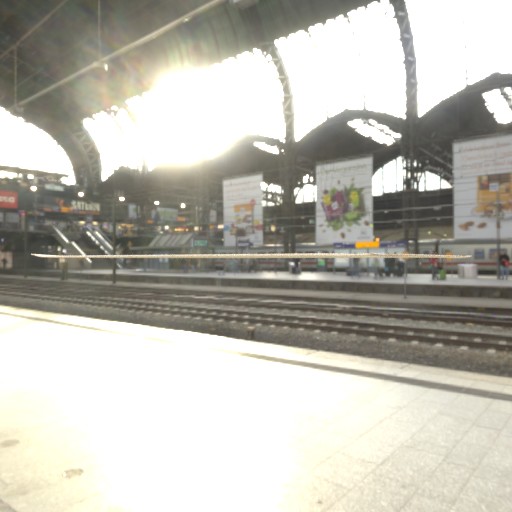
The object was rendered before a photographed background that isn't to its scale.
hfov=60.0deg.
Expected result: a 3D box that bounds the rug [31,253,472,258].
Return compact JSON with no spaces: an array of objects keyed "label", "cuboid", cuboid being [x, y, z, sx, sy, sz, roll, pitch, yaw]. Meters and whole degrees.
[{"label":"rug","cuboid":[0.000,0.000,3.696,2.897,0.035,2.277,0,-1,36]}]
